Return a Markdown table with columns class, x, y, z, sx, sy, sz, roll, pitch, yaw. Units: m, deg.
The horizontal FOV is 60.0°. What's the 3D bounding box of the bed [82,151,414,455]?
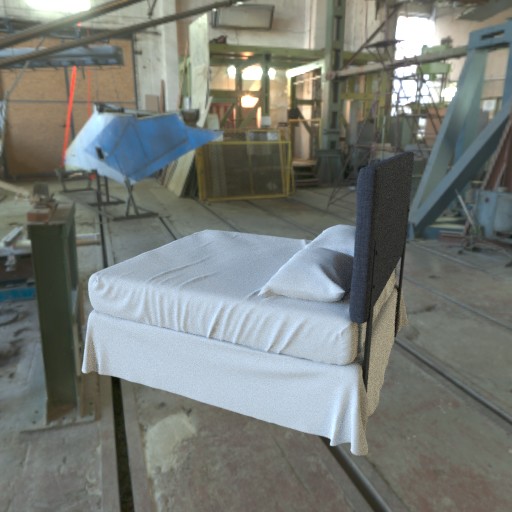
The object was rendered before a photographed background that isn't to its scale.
| class | x | y | z | sx | sy | sz | roll | pitch | yaw |
| --- | --- | --- | --- | --- | --- | --- | --- | --- | --- |
| bed | 0.000 | 0.000 | 3.485 | 2.222 | 1.577 | 1.936 | 7 | 18 | 24 |
